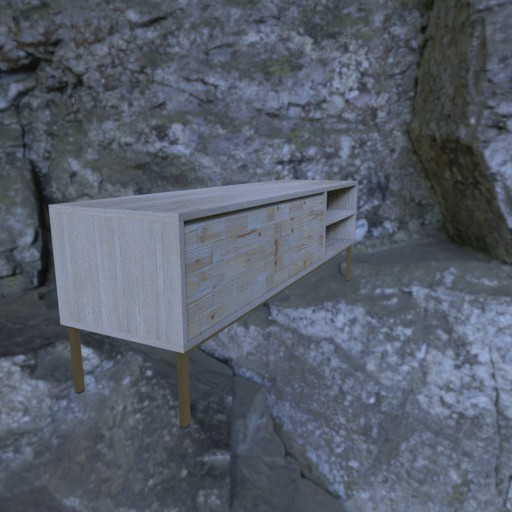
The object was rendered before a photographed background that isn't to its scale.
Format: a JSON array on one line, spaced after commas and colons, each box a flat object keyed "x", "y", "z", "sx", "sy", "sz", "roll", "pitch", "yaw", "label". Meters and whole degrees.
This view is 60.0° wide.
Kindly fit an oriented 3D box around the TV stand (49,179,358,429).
[{"x": 0.000, "y": 0.000, "z": 1.834, "sx": 0.420, "sy": 0.550, "sz": 1.600, "roll": 6, "pitch": 14, "yaw": 26, "label": "TV stand"}]
